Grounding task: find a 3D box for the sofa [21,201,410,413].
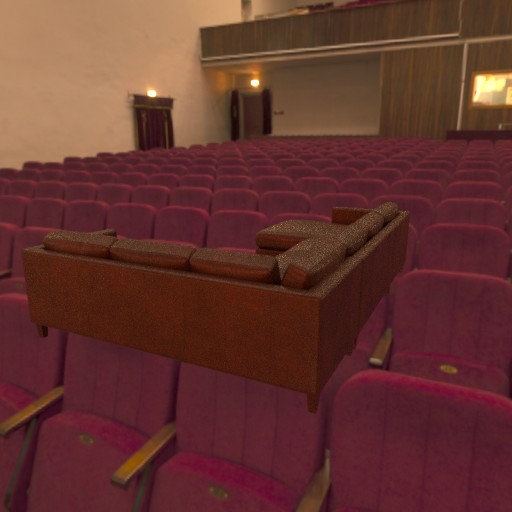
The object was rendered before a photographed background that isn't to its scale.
[{"bbox_3d":[0.000,0.000,4.428,2.452,0.891,3.324,7,16,25],"label":"sofa"}]
